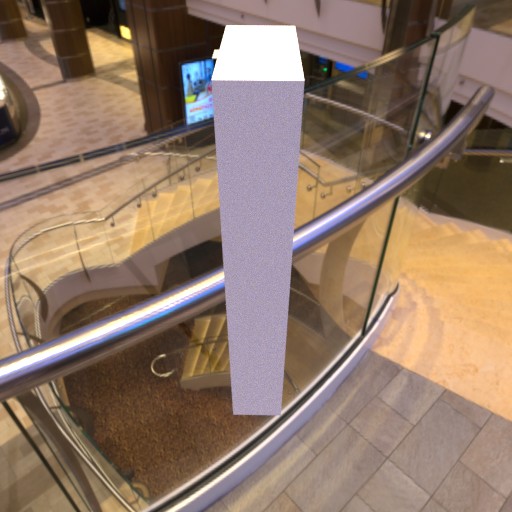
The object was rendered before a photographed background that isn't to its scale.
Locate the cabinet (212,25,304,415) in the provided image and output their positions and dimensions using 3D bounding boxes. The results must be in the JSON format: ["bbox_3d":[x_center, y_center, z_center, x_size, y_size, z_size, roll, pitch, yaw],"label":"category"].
[{"bbox_3d":[0.000,0.000,1.850,0.255,1.630,0.520,1,41,1],"label":"cabinet"}]
